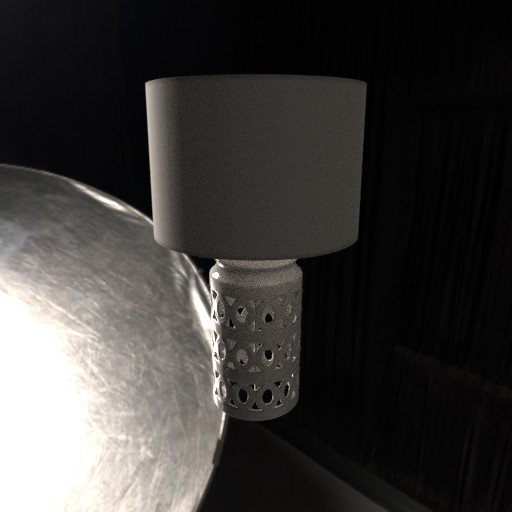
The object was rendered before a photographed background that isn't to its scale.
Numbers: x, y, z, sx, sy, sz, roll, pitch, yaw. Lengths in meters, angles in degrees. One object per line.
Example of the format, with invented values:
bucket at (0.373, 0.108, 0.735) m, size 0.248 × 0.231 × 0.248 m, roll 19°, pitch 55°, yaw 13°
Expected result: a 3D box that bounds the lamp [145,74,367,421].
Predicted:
lamp at (0.000, 0.000, 0.699) m, size 0.310 × 0.502 × 0.310 m, roll 0°, pitch 17°, yaw 0°
